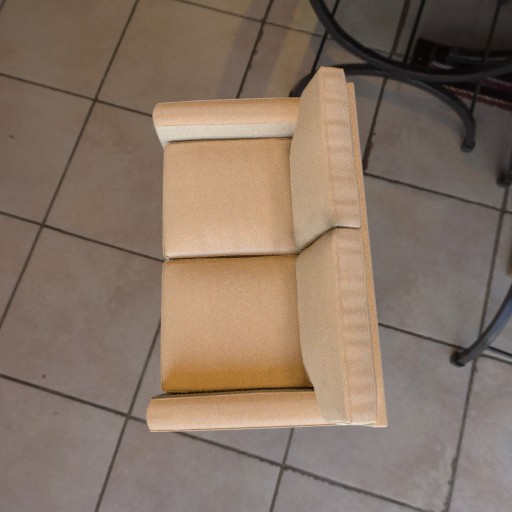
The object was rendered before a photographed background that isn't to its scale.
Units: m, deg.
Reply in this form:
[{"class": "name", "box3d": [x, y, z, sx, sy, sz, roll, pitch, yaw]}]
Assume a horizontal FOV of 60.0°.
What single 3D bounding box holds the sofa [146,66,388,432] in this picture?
[{"class": "sofa", "box3d": [0.000, 0.000, 2.061, 0.942, 0.853, 1.484, -2, 76, 0]}]
